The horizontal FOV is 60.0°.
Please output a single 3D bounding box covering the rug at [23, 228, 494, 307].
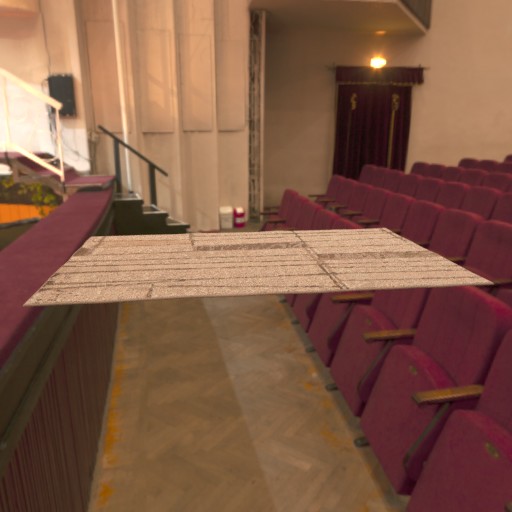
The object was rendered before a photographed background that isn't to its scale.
[{"bbox_3d":[0.000,0.000,1.050,0.867,0.007,0.515,-2,16,-7],"label":"rug"}]
